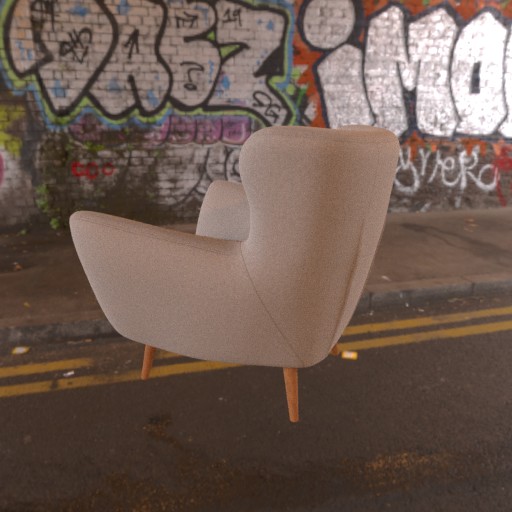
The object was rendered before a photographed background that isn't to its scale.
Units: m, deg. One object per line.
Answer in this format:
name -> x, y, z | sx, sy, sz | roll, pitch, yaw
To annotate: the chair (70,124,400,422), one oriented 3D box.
chair -> 0.000, 0.000, 1.567 | 0.889, 0.889, 0.890 | 8, 19, 25
